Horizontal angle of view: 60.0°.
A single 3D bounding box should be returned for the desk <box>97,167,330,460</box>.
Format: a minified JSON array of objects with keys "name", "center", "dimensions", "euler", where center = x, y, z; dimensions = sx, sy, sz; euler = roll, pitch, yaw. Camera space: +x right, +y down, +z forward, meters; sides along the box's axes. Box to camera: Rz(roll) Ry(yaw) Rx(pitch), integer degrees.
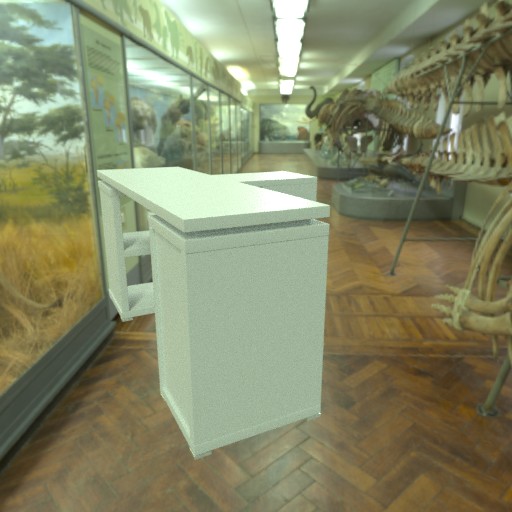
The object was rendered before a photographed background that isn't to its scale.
[{"name":"desk","center":[0.000,0.000,2.167],"dimensions":[1.200,0.753,1.524],"euler":[-8,18,-26]}]
